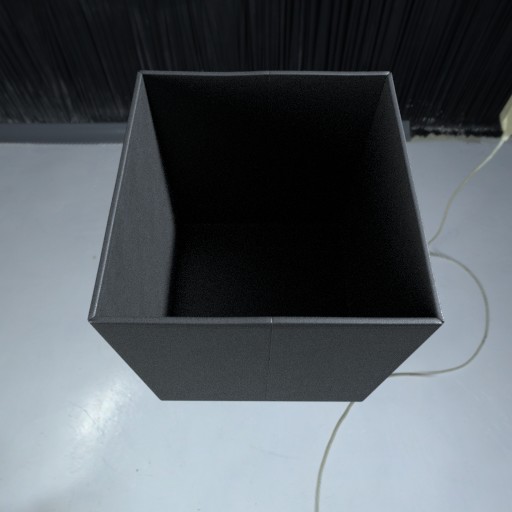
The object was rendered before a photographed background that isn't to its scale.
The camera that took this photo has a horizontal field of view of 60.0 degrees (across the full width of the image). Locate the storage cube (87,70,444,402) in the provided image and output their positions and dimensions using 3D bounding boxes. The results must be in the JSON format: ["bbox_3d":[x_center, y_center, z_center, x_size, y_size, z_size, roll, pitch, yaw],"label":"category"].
[{"bbox_3d":[0.000,0.000,0.496,0.270,0.280,0.270,0,61,0],"label":"storage cube"}]
